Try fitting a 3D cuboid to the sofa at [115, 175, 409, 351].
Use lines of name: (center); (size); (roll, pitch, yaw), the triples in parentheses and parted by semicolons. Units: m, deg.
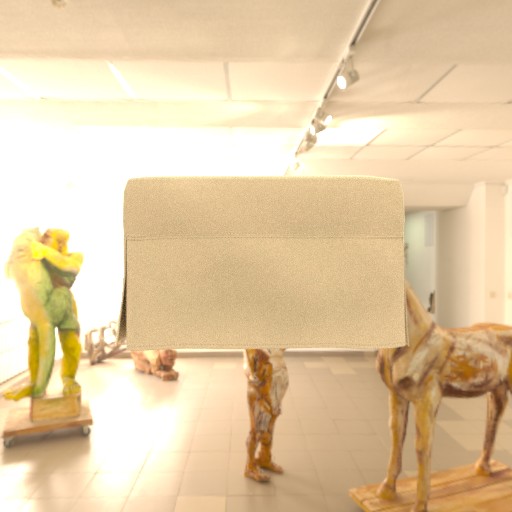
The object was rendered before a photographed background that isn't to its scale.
sofa: (0.000, 0.000, 2.177); (0.939, 0.552, 1.677); (0, 1, -2)
